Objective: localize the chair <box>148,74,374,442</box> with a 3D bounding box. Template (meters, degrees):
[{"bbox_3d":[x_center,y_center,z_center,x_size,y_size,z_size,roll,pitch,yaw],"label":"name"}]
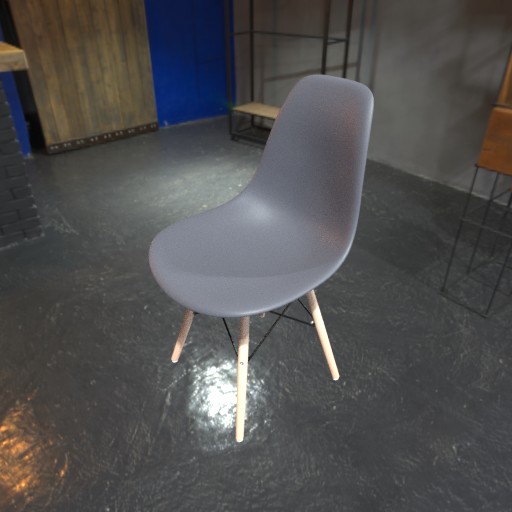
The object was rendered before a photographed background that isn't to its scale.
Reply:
[{"bbox_3d":[0.000,0.000,1.169,0.533,0.826,0.470,-22,39,-31],"label":"chair"}]
